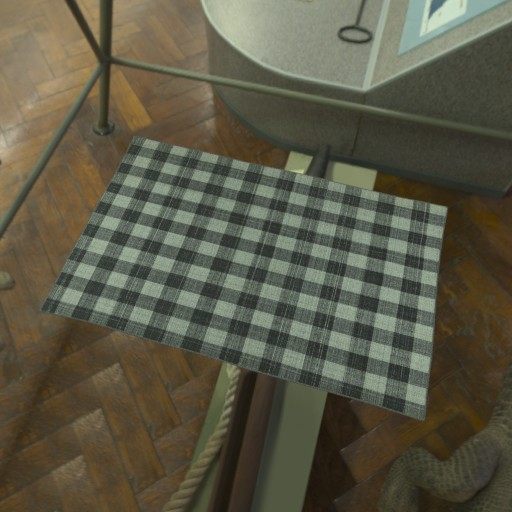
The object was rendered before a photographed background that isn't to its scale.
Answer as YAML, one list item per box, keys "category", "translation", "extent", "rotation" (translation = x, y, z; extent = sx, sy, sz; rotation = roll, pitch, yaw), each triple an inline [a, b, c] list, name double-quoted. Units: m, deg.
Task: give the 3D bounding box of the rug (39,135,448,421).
- category: "rug"
  translation: [0.000, 0.000, 3.051]
  extent: [2.476, 0.011, 1.554]
  rotation: [14, 63, 7]
